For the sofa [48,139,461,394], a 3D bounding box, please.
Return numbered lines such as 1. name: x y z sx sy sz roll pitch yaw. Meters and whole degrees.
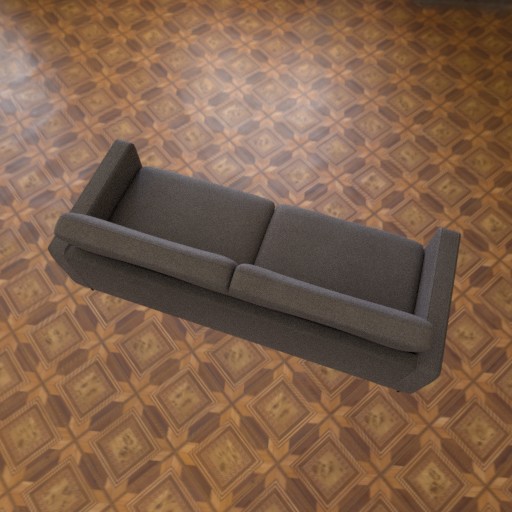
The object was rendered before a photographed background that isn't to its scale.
1. sofa: 0.000 0.000 2.335 1.925 0.828 0.774 17 64 9
